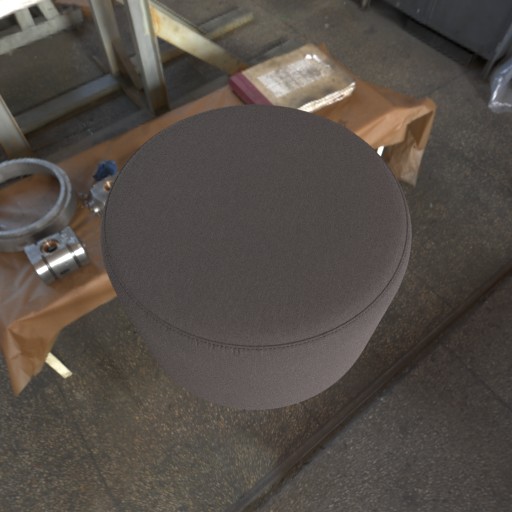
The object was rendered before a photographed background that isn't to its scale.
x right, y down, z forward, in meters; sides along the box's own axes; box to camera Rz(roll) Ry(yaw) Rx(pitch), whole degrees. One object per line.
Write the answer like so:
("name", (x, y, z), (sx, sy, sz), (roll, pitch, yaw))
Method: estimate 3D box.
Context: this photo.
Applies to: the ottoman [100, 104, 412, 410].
("ottoman", (0.000, 0.000, 1.009), (0.608, 0.433, 0.608), (0, 58, 0))
